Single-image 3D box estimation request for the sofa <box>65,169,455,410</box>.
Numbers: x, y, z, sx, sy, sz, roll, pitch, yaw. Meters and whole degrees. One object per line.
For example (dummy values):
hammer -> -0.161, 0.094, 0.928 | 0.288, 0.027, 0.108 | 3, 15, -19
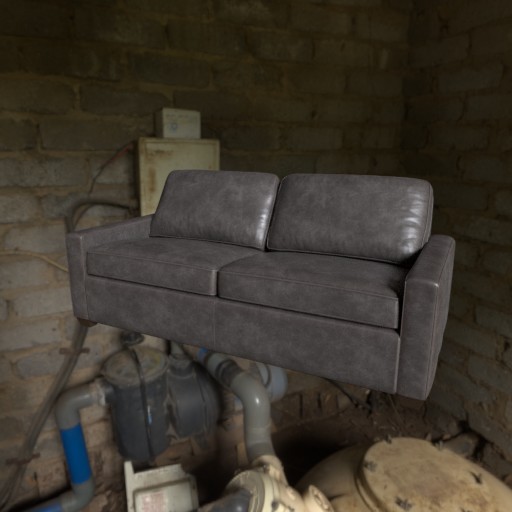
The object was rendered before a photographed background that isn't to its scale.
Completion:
sofa -> 0.000, 0.000, 2.577 | 2.081, 0.916, 0.939 | 7, 16, 26
